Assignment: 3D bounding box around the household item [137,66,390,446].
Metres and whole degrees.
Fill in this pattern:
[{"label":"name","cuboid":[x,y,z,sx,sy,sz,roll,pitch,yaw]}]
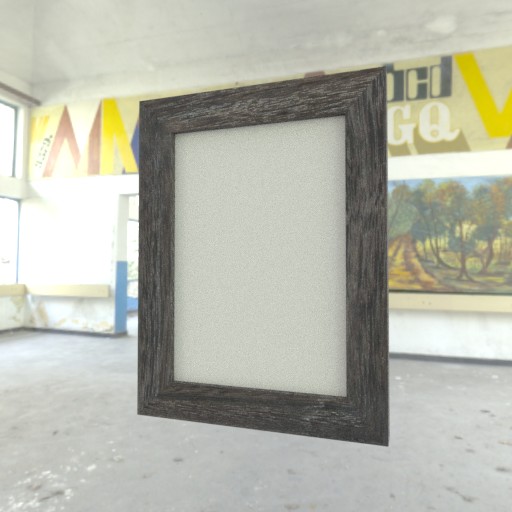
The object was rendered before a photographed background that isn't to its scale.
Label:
[{"label":"household item","cuboid":[0.000,0.000,0.280,0.160,0.210,0.020,0,-1,19]}]
